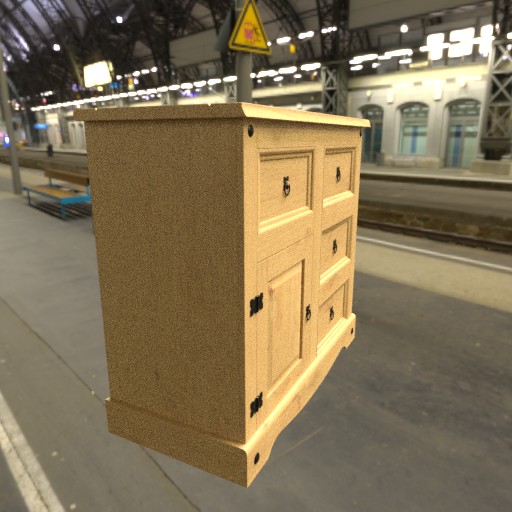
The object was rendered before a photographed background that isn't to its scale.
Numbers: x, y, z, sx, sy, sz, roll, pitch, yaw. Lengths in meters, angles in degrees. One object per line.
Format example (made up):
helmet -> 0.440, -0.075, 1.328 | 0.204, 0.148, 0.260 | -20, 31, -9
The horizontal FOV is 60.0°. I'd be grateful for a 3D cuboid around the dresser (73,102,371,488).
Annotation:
dresser -> 0.000, 0.000, 1.383 | 0.440, 0.835, 0.915 | 8, 17, 27
